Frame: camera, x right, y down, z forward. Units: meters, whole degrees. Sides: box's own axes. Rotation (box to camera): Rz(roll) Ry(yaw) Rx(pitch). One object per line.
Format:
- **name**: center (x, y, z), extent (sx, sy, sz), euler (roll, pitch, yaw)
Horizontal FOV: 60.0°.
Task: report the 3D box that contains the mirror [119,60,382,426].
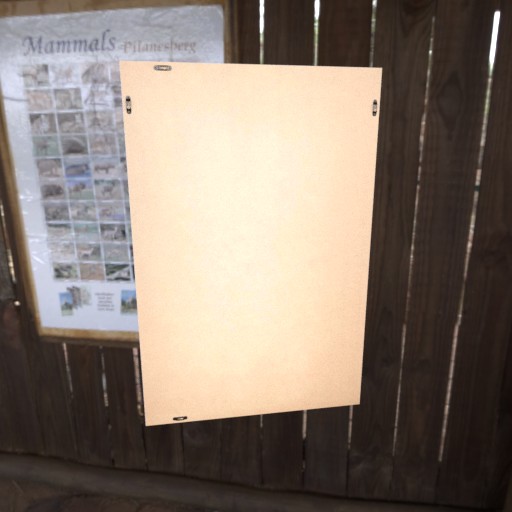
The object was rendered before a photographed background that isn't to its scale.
- **mirror**: center (0.000, 0.000, 1.145), extent (0.609, 0.914, 0.041), euler (-2, 15, -9)
